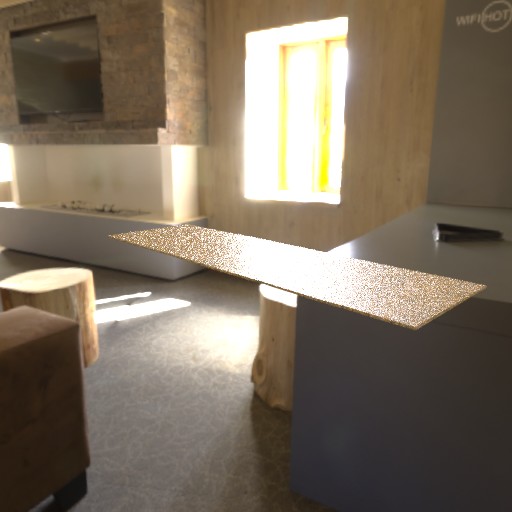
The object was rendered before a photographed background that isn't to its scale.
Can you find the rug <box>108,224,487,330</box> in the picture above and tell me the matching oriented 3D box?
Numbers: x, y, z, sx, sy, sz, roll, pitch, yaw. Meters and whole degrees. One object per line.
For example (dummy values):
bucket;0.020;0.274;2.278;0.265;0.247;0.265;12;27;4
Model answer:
rug;0.000;0.000;2.569;0.700;0.014;2.290;-13;19;-43
